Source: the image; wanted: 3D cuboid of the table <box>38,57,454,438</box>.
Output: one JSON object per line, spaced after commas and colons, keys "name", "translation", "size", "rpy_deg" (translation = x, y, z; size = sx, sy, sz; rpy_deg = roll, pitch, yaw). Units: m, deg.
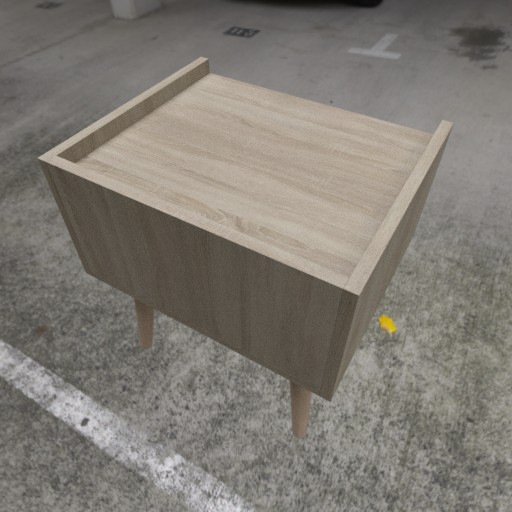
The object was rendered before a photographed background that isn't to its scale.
{"name": "table", "translation": [0.000, 0.000, 0.785], "size": [0.450, 0.470, 0.370], "rpy_deg": [23, 51, 20]}
